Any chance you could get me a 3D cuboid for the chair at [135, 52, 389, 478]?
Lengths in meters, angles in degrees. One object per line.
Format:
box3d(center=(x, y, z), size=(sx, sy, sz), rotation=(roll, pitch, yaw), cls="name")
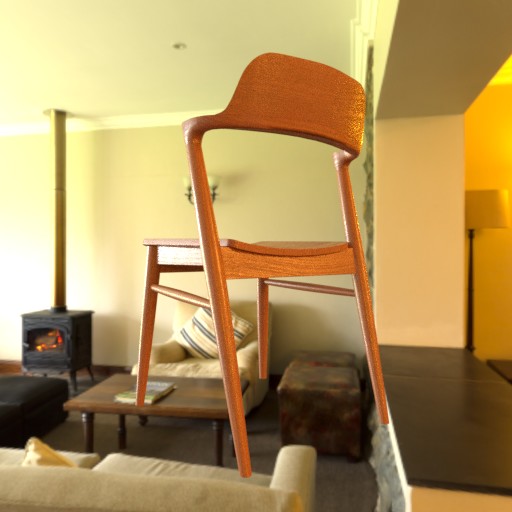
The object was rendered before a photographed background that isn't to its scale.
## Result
box3d(center=(0.000, 0.000, 1.127), size=(0.496, 0.801, 0.499), rotation=(0, 0, -37), cls="chair")
